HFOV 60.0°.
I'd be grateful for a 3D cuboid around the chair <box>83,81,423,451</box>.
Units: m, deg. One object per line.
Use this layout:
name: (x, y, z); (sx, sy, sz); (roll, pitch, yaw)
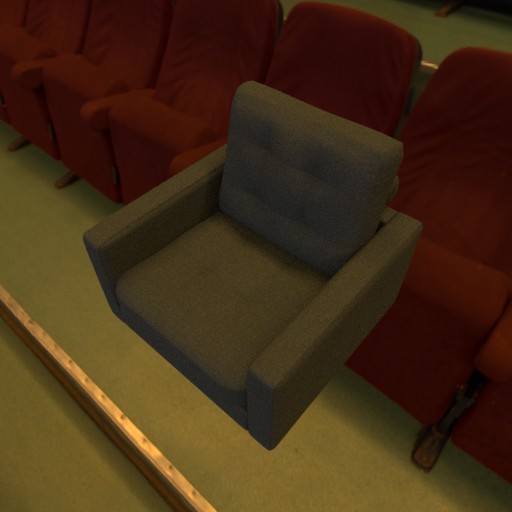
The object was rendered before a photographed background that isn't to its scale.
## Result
chair: (0.000, 0.000, 1.538); (0.821, 0.880, 0.843); (33, 55, 26)
